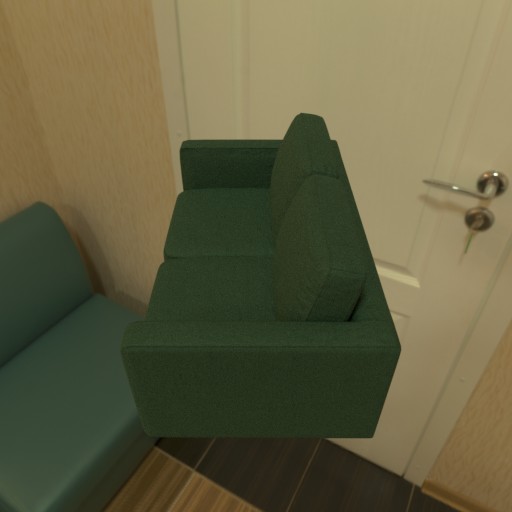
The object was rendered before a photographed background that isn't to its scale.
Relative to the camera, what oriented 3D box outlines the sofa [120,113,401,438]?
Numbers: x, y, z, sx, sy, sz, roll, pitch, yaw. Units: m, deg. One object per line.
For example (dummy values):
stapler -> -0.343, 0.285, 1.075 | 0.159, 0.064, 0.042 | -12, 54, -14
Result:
sofa -> 0.000, 0.000, 2.013 | 0.879, 0.899, 1.430 | 0, 39, 0
